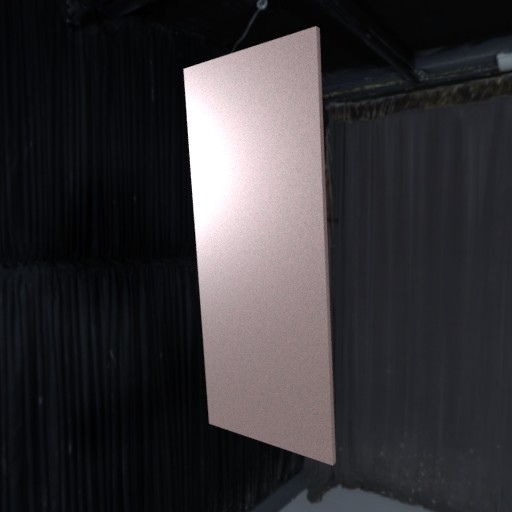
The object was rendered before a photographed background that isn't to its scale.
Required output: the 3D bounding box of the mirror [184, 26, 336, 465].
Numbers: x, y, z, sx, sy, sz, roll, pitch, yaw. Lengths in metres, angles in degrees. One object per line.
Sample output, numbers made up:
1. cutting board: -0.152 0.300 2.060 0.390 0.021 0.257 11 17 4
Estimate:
1. mirror: 0.000 0.000 2.288 0.812 2.020 0.221 2 3 37
